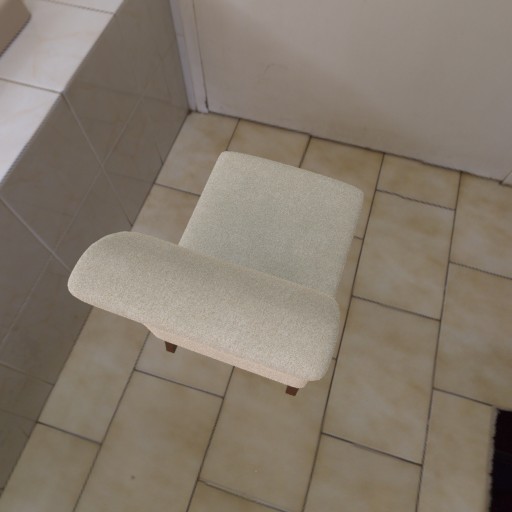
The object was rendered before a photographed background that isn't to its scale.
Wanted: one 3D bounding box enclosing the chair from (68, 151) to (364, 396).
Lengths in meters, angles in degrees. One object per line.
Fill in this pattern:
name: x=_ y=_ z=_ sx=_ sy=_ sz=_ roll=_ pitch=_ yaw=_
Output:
chair: x=0.000 y=0.000 z=1.312 sx=0.521 sy=0.833 sz=0.754 roll=18 pitch=65 yaw=8
